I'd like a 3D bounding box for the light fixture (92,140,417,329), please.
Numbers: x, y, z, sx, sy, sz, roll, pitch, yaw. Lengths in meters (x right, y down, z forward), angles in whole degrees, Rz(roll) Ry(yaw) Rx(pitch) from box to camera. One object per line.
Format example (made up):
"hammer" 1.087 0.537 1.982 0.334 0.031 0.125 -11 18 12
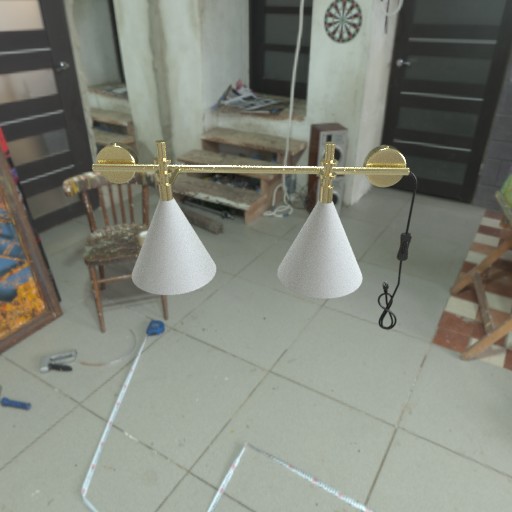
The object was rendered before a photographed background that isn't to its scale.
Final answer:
"light fixture" 0.000 0.000 0.863 0.642 0.468 0.239 1 30 2
